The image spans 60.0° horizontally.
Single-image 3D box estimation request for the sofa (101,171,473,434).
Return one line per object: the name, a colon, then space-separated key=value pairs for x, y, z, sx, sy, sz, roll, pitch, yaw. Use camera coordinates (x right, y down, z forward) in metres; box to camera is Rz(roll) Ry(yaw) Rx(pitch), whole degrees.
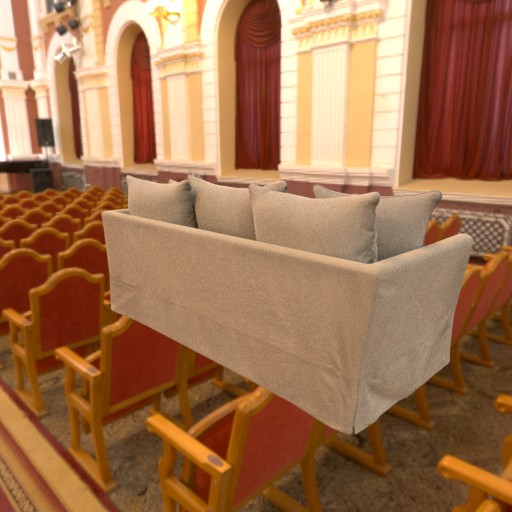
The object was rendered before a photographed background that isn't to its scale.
sofa: x=0.000 y=0.000 z=2.843 sx=1.031 sy=1.034 sz=2.290 roll=-13 pitch=19 yaw=-43
